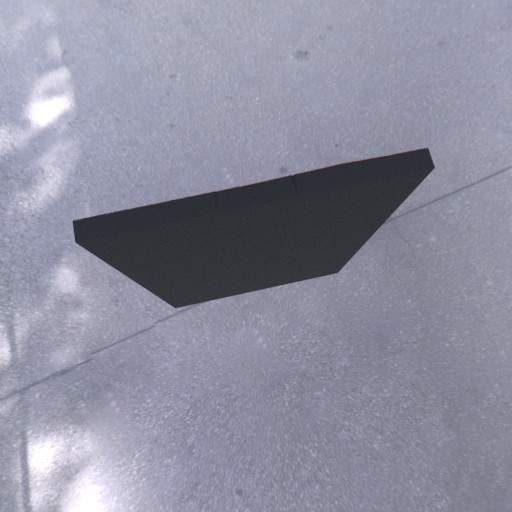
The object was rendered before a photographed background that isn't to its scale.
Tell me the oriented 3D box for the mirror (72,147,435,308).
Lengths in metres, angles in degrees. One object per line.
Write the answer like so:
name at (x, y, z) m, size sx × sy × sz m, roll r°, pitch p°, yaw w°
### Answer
mirror at (0.000, 0.000, 1.178) m, size 0.606 × 0.912 × 0.044 m, roll -12°, pitch 77°, yaw -3°
